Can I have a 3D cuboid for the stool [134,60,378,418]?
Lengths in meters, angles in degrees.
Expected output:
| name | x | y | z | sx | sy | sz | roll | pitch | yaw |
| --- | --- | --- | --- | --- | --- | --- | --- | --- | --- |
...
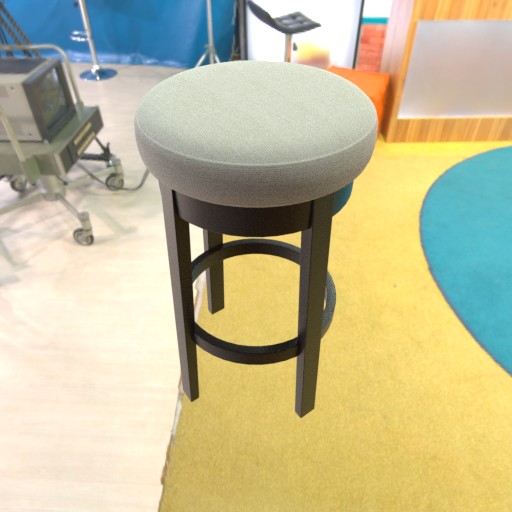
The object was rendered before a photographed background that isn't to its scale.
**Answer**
| name | x | y | z | sx | sy | sz | roll | pitch | yaw |
| --- | --- | --- | --- | --- | --- | --- | --- | --- | --- |
| stool | 0.000 | 0.000 | 1.012 | 0.446 | 0.758 | 0.446 | 0 | 41 | 0 |
